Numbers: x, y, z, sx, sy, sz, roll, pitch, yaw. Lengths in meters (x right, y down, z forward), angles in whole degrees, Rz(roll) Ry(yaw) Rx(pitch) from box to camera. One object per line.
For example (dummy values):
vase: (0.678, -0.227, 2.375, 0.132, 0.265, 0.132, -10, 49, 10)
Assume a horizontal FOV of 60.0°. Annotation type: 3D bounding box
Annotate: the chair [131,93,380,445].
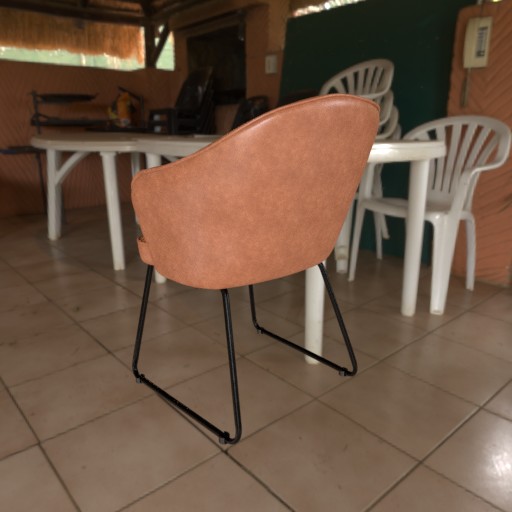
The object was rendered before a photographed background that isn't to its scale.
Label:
chair: (0.000, 0.000, 1.185, 0.582, 0.785, 0.580, -14, 21, -40)
